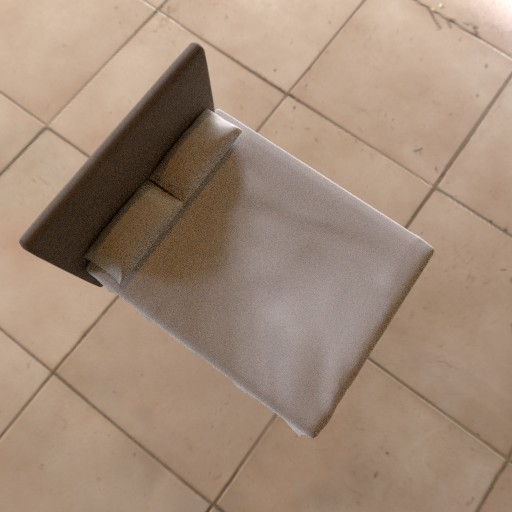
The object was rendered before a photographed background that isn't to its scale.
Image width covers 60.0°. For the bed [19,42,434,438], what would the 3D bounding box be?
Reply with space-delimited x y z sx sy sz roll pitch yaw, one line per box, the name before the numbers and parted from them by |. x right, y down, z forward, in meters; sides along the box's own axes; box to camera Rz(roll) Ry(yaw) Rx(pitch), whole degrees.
bed | 0.000 0.000 3.136 2.142 1.330 1.723 35 79 8
